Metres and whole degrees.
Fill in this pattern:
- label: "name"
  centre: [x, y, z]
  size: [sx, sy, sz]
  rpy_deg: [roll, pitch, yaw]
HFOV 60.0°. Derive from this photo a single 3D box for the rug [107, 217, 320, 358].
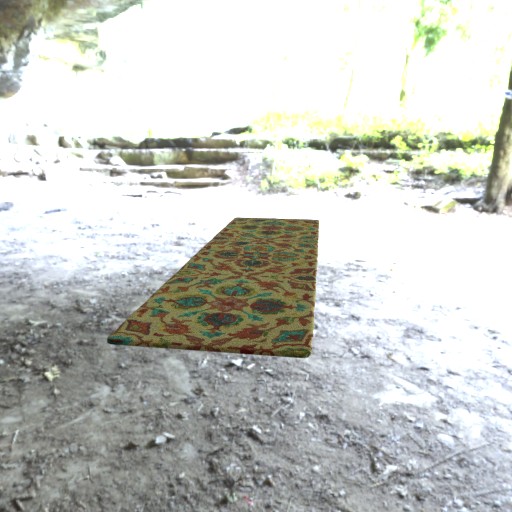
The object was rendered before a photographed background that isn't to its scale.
- label: "rug"
  centre: [0.000, 0.000, 2.505]
  size: [0.693, 0.016, 2.273]
  rpy_deg: [2, 16, 8]
